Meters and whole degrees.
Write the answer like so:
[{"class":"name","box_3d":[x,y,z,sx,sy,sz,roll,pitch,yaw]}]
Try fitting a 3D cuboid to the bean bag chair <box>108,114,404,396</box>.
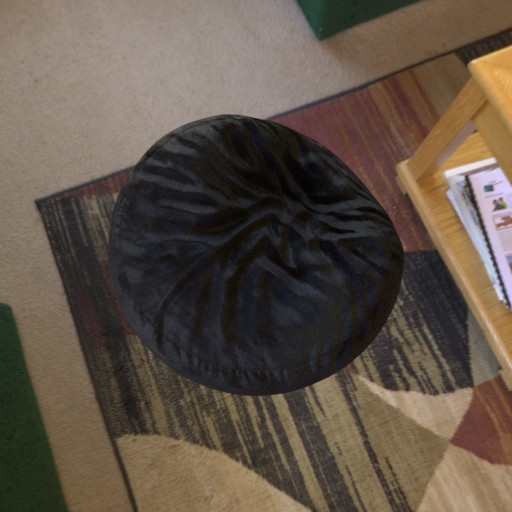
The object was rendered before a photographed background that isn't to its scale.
[{"class":"bean bag chair","box_3d":[0.000,0.000,1.521,0.918,0.616,0.918,0,76,0]}]
